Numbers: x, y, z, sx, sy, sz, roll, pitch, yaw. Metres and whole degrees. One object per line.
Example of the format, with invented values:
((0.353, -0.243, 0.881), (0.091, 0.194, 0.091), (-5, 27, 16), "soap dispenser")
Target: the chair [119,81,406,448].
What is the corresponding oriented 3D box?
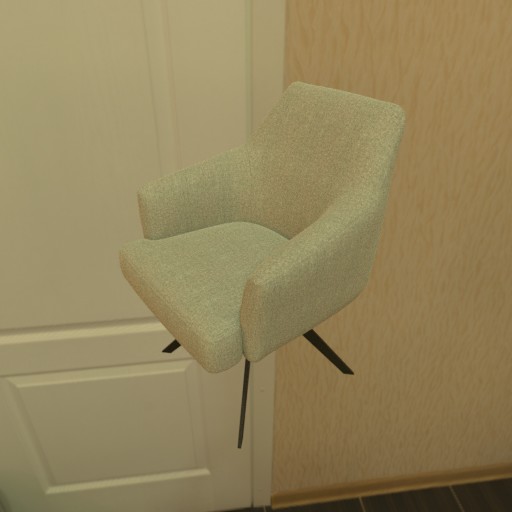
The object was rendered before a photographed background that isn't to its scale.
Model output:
((0.000, 0.000, 1.329), (0.677, 0.874, 0.642), (-21, 38, -31), "chair")
